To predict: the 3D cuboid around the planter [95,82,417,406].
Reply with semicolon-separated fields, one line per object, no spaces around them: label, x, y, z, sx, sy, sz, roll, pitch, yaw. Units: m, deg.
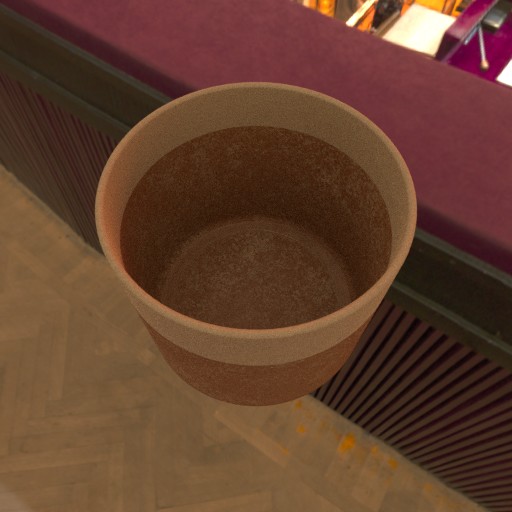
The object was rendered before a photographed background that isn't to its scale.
planter;0.000;0.000;0.280;0.159;0.138;0.159;0;60;0
